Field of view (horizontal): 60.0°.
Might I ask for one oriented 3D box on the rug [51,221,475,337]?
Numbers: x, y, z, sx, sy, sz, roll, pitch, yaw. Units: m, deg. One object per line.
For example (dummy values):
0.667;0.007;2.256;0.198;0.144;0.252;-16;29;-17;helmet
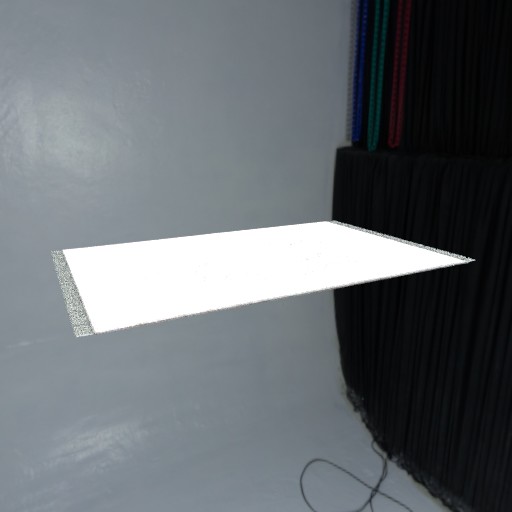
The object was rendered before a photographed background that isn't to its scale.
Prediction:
0.000;0.000;2.984;2.440;0.010;1.528;-8;17;-26;rug
